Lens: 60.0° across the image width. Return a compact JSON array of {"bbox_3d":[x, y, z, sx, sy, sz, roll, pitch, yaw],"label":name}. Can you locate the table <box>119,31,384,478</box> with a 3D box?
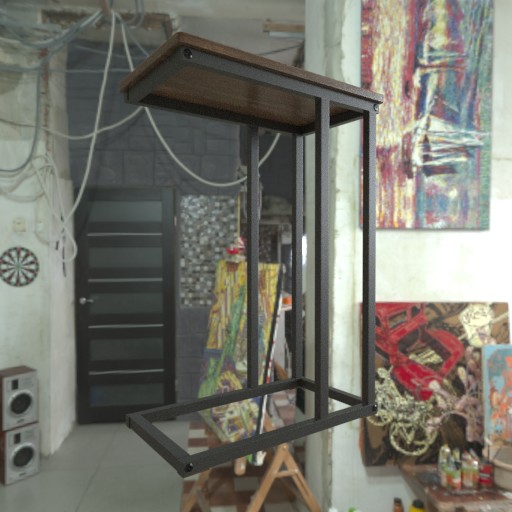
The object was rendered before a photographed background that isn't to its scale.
[{"bbox_3d":[0.000,0.000,0.857,0.450,0.637,0.254,-1,1,-36],"label":"table"}]
